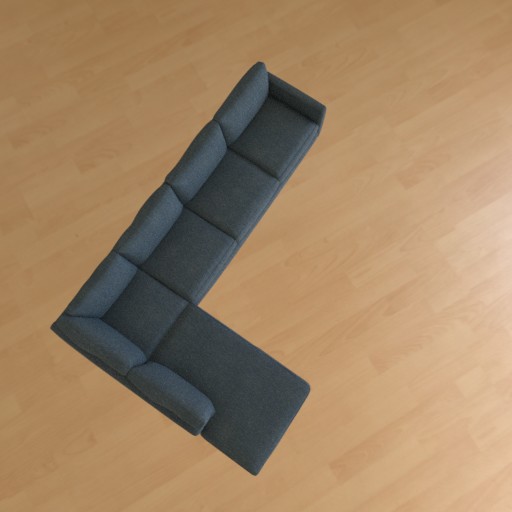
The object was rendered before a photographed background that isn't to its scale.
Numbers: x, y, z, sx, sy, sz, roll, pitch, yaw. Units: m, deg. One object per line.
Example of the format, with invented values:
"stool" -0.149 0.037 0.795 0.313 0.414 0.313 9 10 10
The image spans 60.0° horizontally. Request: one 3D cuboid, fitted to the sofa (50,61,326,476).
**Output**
"sofa" 0.000 0.000 3.833 2.007 0.815 2.949 33 79 7
